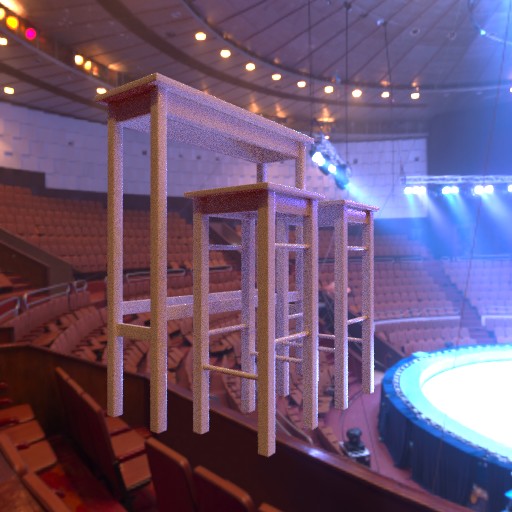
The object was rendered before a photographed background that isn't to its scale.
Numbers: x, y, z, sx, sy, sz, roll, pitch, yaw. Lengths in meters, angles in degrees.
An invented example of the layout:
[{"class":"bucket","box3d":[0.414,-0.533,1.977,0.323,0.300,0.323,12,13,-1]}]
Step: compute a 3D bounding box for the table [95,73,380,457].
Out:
[{"class":"table","box3d":[0.000,0.000,1.640,0.650,1.065,0.915,0,0,37]}]
